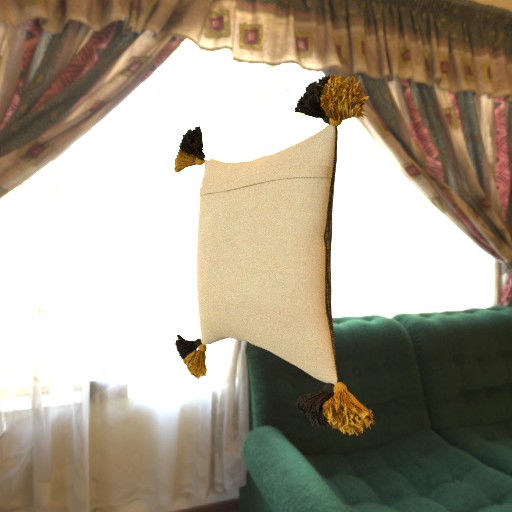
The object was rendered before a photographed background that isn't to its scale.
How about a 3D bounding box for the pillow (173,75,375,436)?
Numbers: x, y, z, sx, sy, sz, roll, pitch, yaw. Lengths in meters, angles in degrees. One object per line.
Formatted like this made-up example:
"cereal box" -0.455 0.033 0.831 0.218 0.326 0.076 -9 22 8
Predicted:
"pillow" 0.000 0.000 0.983 0.139 0.659 0.654 -1 2 -37
